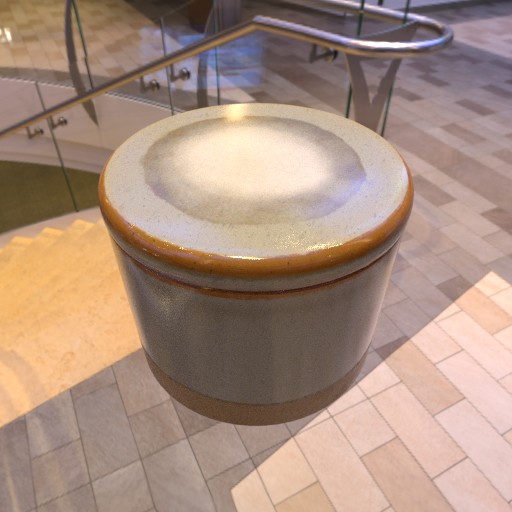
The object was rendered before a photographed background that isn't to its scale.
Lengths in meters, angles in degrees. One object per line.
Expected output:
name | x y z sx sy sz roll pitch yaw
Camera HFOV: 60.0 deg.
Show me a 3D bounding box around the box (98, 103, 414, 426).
box | 0.000 0.000 0.207 0.123 0.100 0.123 0 41 0
